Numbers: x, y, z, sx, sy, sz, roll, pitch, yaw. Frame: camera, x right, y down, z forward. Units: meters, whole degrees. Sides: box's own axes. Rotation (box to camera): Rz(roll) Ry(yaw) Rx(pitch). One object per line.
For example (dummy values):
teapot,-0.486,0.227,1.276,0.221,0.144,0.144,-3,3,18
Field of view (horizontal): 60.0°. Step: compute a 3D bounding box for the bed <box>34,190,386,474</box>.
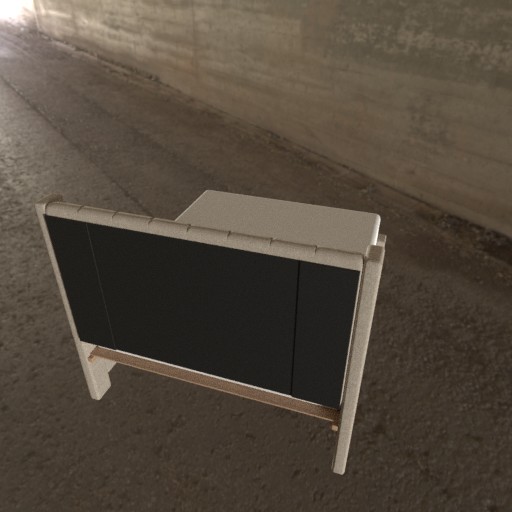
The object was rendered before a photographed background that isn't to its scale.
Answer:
bed,0.000,0.000,3.760,2.045,1.743,2.370,10,34,16
